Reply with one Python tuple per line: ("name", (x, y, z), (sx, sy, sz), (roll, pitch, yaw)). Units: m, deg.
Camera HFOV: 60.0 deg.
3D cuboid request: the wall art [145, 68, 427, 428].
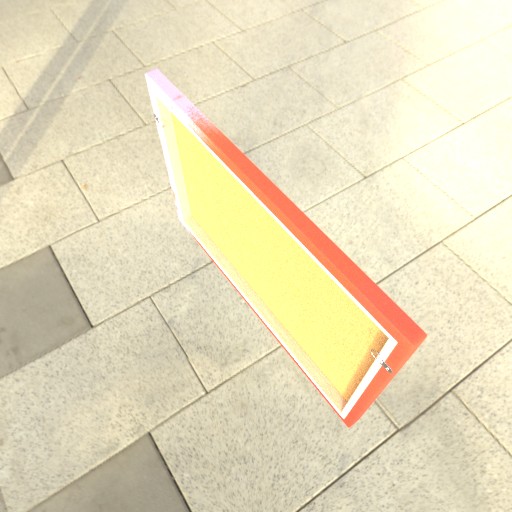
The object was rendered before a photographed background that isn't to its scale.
("wall art", (0.000, 0.000, 1.186), (0.040, 0.609, 0.913), (-32, 62, -19))
